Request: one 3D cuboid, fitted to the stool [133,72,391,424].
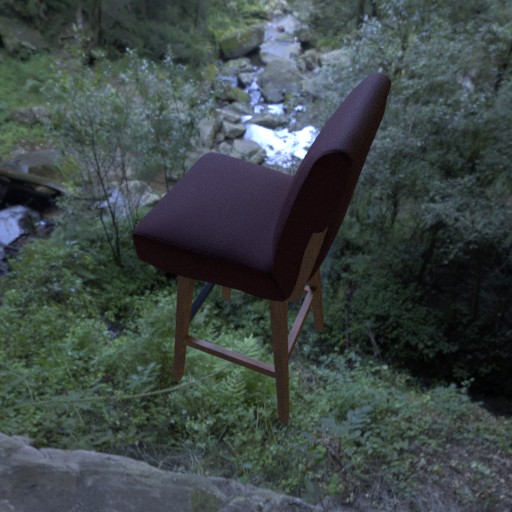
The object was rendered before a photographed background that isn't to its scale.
[{"bbox_3d":[0.000,0.000,1.388,0.562,1.093,0.468,16,47,16],"label":"stool"}]
